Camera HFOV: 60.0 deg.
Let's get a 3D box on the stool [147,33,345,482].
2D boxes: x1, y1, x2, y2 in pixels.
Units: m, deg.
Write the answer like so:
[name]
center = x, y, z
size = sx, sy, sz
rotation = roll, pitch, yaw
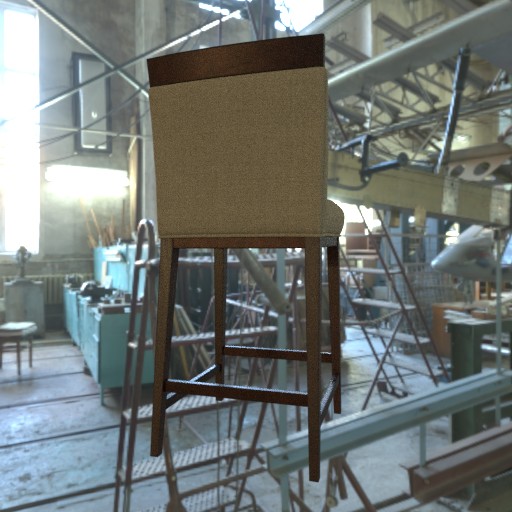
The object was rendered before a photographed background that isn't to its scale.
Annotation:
[stool]
center = 0.000, 0.000, 1.265
size = 0.463, 1.011, 0.480
rotation = 0, 1, 17
